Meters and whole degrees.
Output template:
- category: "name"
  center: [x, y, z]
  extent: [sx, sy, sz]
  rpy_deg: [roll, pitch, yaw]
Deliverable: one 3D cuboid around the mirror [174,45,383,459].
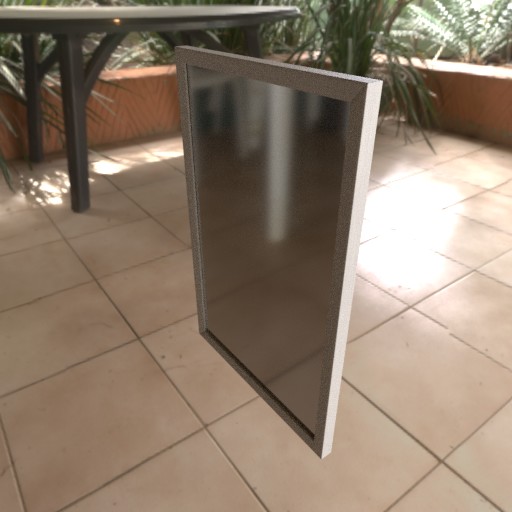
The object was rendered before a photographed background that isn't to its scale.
- category: "mirror"
  center: [0.000, 0.000, 1.120]
  extent: [0.040, 0.915, 0.609]
  rpy_deg: [-21, 37, -31]
